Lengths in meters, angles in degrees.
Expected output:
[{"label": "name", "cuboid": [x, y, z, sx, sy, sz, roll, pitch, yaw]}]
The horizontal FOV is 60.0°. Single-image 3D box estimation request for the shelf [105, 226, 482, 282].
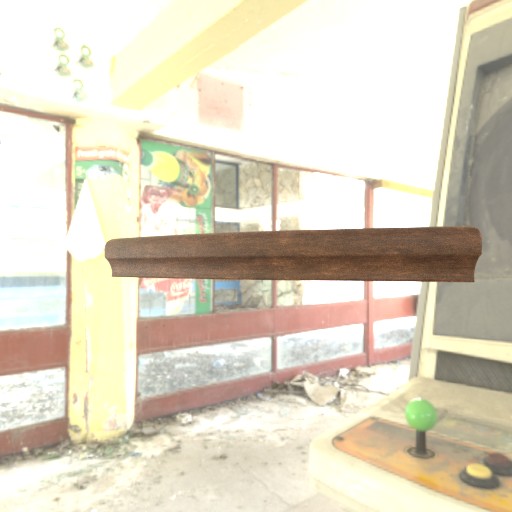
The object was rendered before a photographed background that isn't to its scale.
[{"label": "shelf", "cuboid": [0.000, 0.000, 0.479, 0.310, 0.050, 0.310, 0, -1, -19]}]
